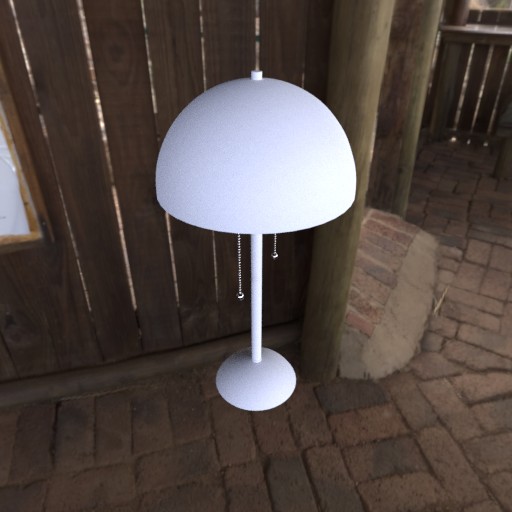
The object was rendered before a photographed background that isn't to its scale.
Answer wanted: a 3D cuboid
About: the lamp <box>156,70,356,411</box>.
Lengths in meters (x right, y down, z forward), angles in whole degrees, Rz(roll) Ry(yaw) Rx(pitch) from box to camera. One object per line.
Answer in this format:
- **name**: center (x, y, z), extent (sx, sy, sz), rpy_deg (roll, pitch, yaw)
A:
- **lamp**: center (0.000, 0.000, 0.425), extent (0.171, 0.330, 0.171), rpy_deg (0, 32, 0)
